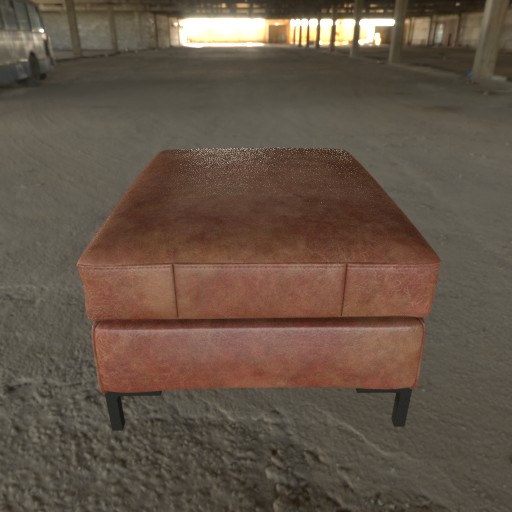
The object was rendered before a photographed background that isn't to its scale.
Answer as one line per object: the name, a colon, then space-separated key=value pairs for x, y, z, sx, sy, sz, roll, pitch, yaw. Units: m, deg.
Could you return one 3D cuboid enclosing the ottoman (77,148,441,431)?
ottoman: x=0.000 y=0.000 z=1.771 sx=0.965 sy=0.667 sz=1.186 roll=0 pitch=27 yaw=-1
